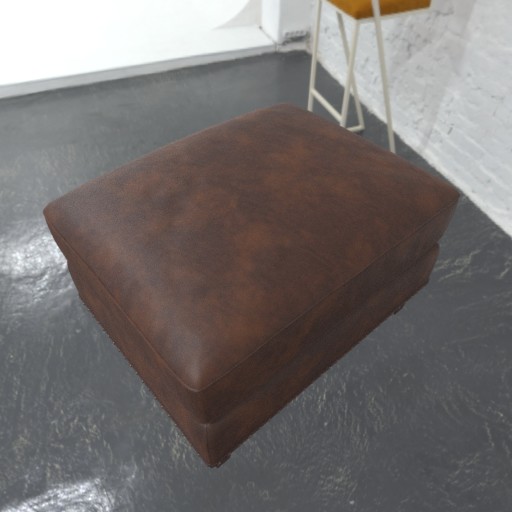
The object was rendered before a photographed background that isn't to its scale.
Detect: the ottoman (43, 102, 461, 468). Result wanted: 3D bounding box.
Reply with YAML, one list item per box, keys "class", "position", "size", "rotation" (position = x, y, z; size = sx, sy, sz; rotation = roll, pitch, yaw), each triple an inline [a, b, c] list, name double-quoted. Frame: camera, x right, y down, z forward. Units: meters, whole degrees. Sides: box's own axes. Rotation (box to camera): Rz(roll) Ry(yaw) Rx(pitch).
- class: "ottoman"
  position: [0.000, 0.000, 1.084]
  size: [0.742, 0.486, 0.586]
  rotation: [-32, 54, -27]
